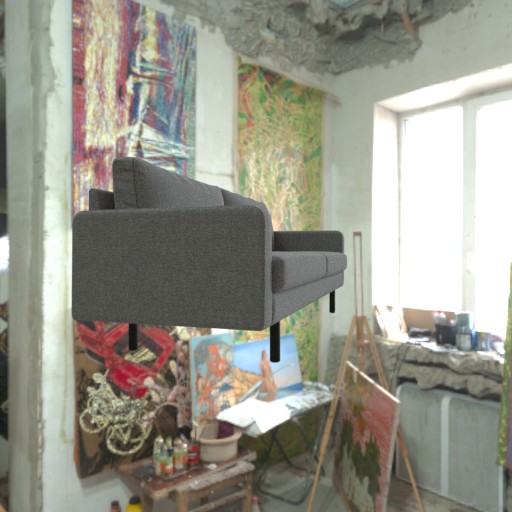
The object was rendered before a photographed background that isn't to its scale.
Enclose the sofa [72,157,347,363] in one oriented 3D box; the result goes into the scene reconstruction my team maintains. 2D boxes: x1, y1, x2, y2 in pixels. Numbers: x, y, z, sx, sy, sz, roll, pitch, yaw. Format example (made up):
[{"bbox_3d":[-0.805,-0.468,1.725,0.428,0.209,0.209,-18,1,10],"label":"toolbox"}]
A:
[{"bbox_3d":[0.000,0.000,2.727,0.880,0.880,2.200,0,1,19],"label":"sofa"}]
